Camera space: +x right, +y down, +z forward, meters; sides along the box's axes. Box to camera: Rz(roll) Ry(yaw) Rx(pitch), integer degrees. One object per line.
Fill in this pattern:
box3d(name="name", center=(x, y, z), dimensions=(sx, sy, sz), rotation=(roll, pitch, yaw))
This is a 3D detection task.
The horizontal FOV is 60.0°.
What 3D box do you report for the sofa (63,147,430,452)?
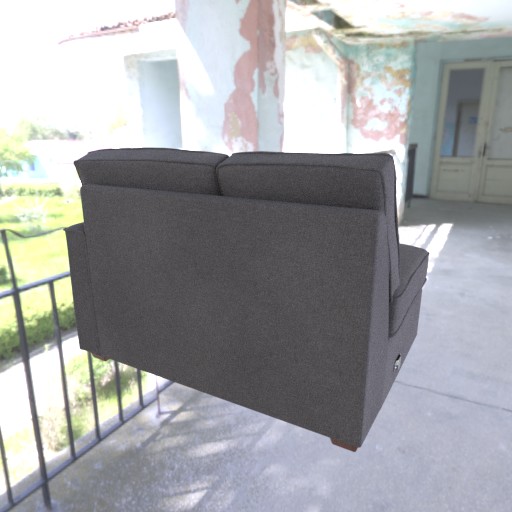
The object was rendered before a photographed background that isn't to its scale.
box3d(name="sofa", center=(0.000, 0.000, 2.030), dimensions=(1.388, 0.989, 0.991), rotation=(9, 19, 29))
